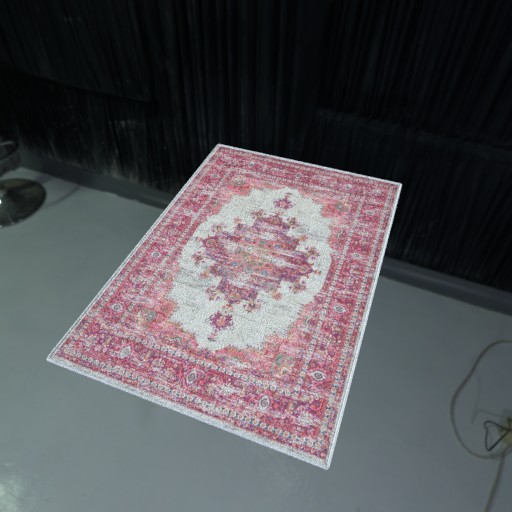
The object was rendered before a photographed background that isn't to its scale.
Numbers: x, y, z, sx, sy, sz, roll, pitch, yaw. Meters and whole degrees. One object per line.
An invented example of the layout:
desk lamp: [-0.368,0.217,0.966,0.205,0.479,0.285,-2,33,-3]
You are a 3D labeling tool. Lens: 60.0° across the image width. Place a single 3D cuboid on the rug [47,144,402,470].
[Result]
rug: [0.000,0.000,2.264,1.217,0.011,1.747,16,49,14]
